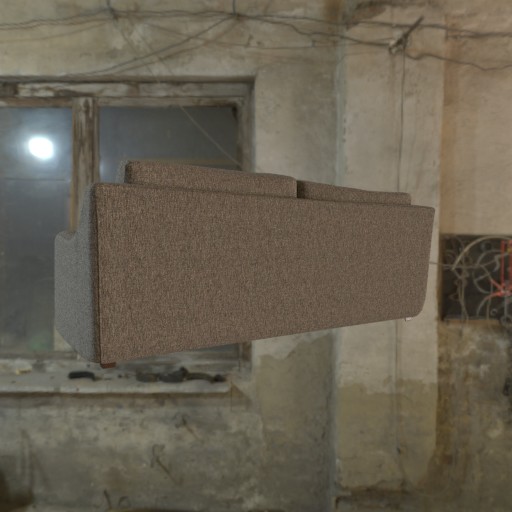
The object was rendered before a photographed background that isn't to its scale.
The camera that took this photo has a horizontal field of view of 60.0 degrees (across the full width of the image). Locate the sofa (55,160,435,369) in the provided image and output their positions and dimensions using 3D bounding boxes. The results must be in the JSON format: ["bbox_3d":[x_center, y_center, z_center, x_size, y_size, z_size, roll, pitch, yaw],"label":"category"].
[{"bbox_3d":[0.000,0.000,2.988,2.418,0.998,1.103,-1,2,-34],"label":"sofa"}]
